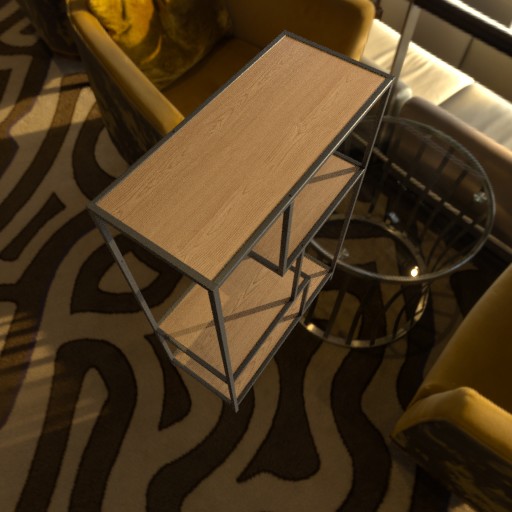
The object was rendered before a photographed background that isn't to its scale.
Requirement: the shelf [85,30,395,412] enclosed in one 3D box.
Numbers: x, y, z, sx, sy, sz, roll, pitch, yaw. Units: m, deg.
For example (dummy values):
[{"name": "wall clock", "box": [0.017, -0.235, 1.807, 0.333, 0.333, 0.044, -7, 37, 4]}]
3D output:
[{"name": "shelf", "box": [0.000, 0.000, 1.547, 0.350, 1.138, 0.770, 32, 64, 17]}]
